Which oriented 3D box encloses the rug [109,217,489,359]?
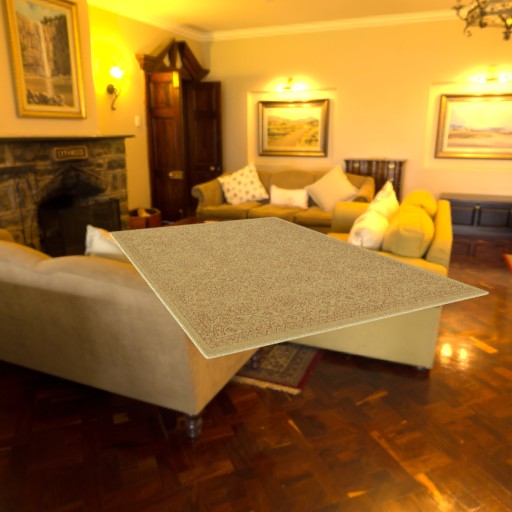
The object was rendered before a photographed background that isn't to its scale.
[{"bbox_3d":[0.000,0.000,2.332,1.219,0.010,1.829,-8,18,-25],"label":"rug"}]
